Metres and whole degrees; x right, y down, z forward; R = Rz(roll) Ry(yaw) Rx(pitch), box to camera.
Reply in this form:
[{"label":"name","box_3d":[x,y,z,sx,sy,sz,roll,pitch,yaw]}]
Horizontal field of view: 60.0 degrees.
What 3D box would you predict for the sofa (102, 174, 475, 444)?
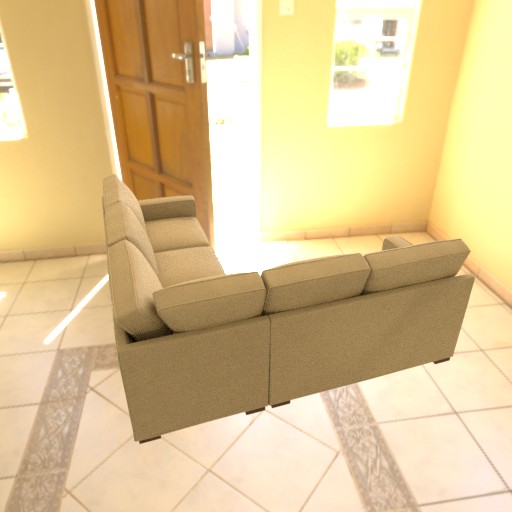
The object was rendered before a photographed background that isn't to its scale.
[{"label":"sofa","box_3d":[0.000,0.000,3.476,2.182,0.939,2.189,-9,31,-16]}]
